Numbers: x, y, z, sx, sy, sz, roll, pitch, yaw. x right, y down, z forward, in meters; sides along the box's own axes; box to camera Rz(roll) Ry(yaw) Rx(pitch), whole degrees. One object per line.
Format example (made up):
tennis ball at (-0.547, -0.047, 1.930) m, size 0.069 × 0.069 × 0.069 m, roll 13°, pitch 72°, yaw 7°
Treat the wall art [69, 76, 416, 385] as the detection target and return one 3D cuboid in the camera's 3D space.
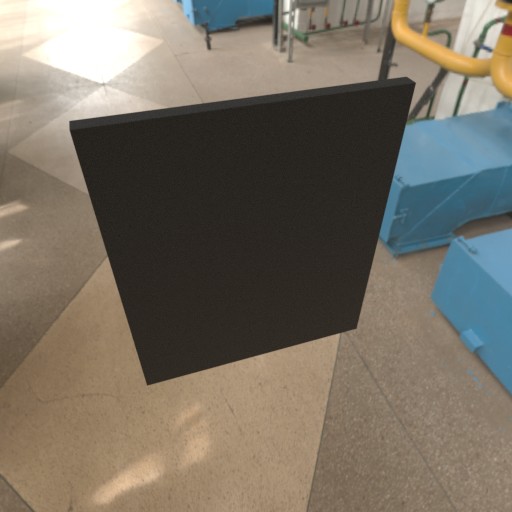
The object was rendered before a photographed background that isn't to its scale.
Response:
wall art at (0.000, 0.000, 0.701) m, size 0.428 × 0.505 × 0.023 m, roll -12°, pitch 44°, yaw -13°
